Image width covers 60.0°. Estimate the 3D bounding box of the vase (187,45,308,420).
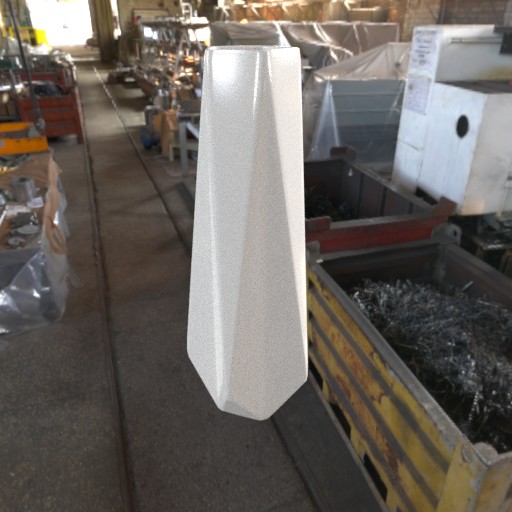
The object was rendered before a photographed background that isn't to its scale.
[{"bbox_3d":[0.000,0.000,0.387,0.116,0.329,0.122,19,33,32],"label":"vase"}]
